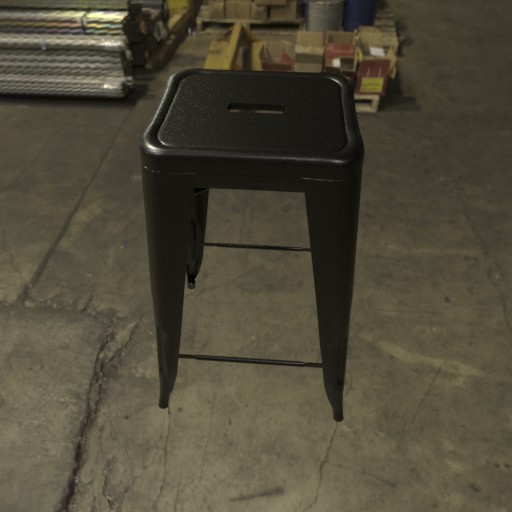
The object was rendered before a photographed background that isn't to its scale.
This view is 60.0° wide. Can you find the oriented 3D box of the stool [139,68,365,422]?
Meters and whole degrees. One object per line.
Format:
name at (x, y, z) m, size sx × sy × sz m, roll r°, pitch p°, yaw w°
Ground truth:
stool at (0.000, 0.000, 0.847) m, size 0.399 × 0.609 × 0.359 m, roll 3°, pitch 46°, yaw 3°
